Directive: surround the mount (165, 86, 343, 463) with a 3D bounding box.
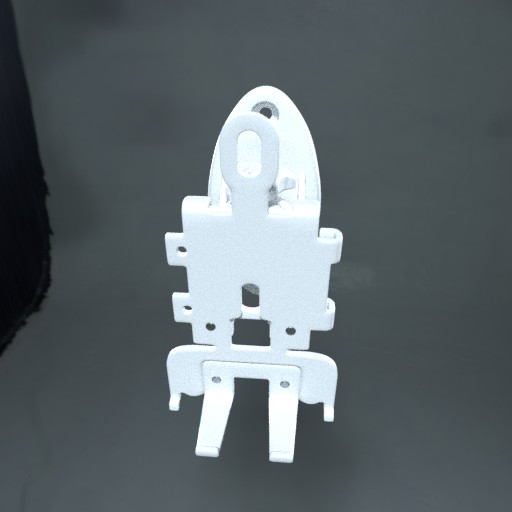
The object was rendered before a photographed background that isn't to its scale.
[{"bbox_3d":[0.000,0.000,0.171,0.066,0.118,0.100,3,30,4],"label":"mount"}]
